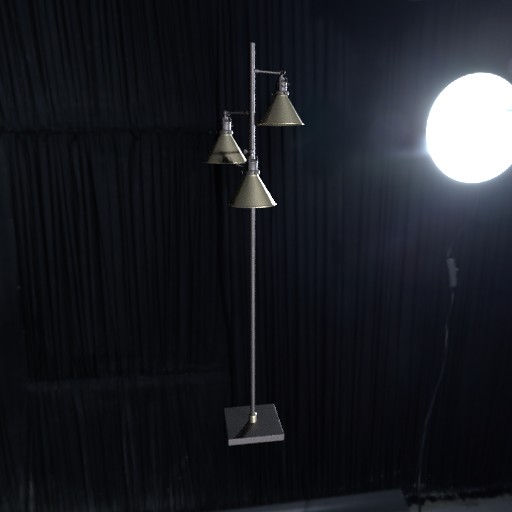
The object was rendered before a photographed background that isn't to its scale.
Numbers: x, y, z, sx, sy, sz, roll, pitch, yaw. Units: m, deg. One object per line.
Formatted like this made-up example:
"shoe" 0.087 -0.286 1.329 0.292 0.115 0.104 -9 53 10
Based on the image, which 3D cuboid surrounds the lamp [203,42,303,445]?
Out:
"lamp" 0.000 0.000 1.928 0.428 1.716 0.415 -2 14 -9
